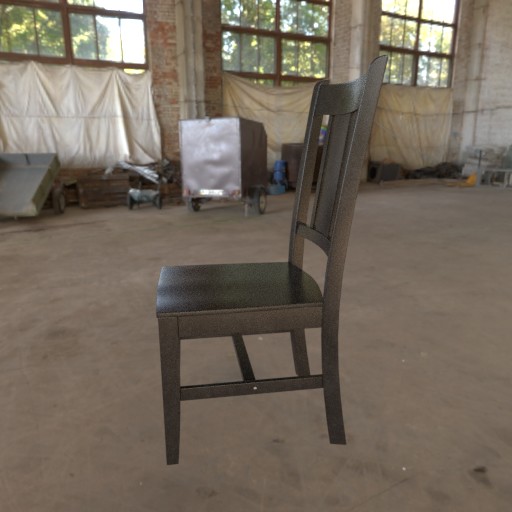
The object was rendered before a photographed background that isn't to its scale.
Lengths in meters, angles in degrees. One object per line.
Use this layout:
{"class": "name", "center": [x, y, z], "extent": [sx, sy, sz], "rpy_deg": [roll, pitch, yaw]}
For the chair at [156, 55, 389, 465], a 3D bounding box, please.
{"class": "chair", "center": [0.000, 0.000, 1.261], "extent": [0.555, 0.998, 0.450], "rpy_deg": [-2, 15, -9]}
